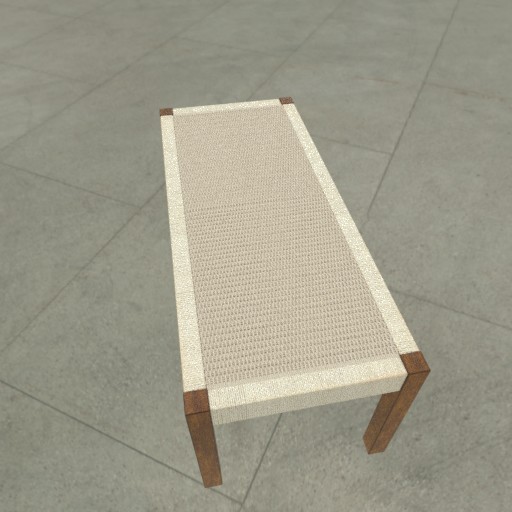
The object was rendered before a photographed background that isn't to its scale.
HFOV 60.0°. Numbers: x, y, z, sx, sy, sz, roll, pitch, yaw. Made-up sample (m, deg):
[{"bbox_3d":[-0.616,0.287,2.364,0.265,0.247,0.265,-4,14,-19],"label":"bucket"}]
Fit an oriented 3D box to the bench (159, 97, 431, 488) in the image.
[{"bbox_3d":[0.000,0.000,1.451,0.507,0.457,1.198,-8,47,-7],"label":"bench"}]
